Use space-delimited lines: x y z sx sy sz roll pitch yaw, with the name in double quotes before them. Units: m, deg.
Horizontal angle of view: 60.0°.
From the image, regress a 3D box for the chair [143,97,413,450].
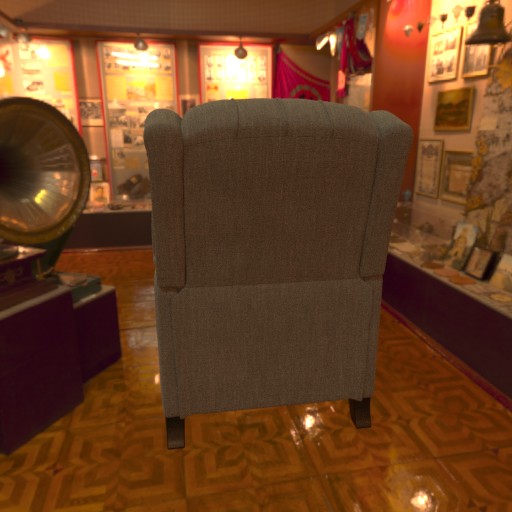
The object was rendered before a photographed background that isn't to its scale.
"chair" 0.000 0.000 1.602 0.742 1.035 0.898 -3 16 -9
